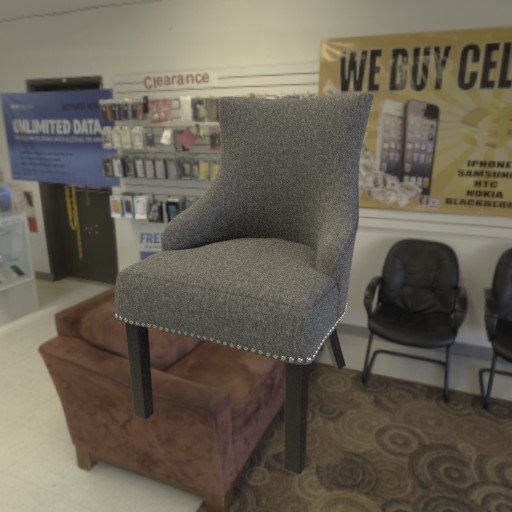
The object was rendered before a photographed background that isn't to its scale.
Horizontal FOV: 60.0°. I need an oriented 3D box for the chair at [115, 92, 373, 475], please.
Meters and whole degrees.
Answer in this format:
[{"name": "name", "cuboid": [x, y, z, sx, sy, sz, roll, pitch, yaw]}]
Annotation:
[{"name": "chair", "cuboid": [0.000, 0.000, 1.284, 0.566, 0.909, 0.629, 8, 18, 25]}]
